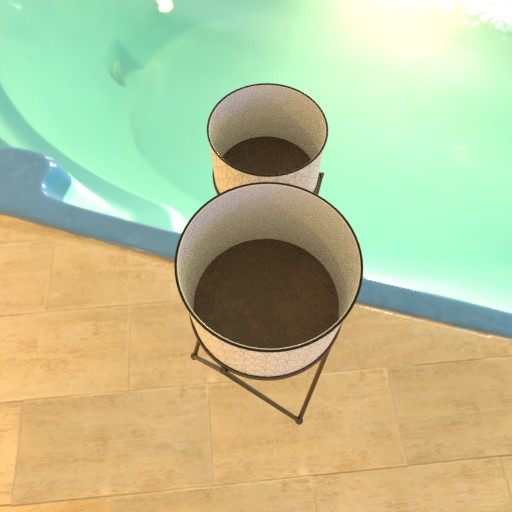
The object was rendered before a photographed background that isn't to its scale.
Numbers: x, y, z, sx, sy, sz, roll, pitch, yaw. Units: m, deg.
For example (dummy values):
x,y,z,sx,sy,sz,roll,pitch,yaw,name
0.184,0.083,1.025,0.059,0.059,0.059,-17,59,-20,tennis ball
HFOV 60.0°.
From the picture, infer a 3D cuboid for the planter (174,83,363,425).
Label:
x,y,z,sx,sy,sz,roll,pitch,yaw,name
0.000,0.000,1.179,0.413,0.712,0.769,1,63,0,planter
